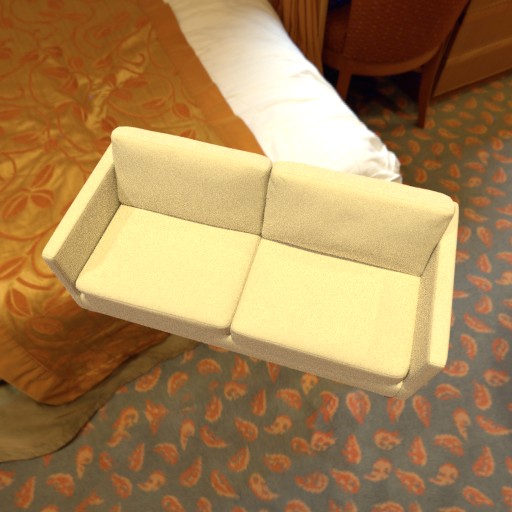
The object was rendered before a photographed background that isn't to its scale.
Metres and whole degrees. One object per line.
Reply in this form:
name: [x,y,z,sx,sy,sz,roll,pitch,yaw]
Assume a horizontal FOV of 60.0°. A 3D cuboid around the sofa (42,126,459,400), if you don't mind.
sofa: [0.000,0.000,2.468,1.981,0.889,0.965,14,60,8]
